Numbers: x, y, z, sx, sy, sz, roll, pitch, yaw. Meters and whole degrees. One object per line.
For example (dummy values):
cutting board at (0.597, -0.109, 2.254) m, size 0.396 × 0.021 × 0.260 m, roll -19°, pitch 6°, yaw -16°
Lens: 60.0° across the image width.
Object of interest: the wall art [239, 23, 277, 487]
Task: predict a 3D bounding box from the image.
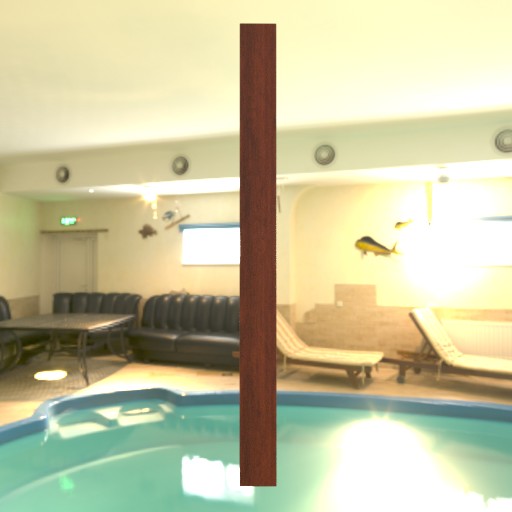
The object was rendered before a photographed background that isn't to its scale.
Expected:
wall art at (0.000, 0.000, 0.530) m, size 0.030 × 0.381 × 0.330 m, roll 0°, pitch -1°, yaw -1°
